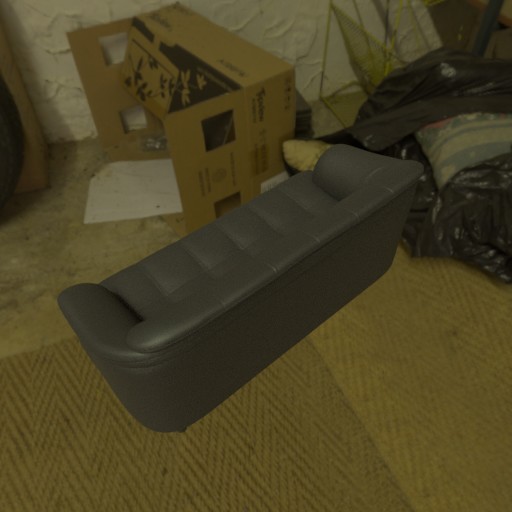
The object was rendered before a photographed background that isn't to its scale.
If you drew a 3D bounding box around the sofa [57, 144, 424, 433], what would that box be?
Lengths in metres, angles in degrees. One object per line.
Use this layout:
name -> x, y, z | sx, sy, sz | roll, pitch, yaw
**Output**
sofa -> 0.000, 0.000, 2.260 | 1.829, 0.811, 0.800 | -32, 55, -27
